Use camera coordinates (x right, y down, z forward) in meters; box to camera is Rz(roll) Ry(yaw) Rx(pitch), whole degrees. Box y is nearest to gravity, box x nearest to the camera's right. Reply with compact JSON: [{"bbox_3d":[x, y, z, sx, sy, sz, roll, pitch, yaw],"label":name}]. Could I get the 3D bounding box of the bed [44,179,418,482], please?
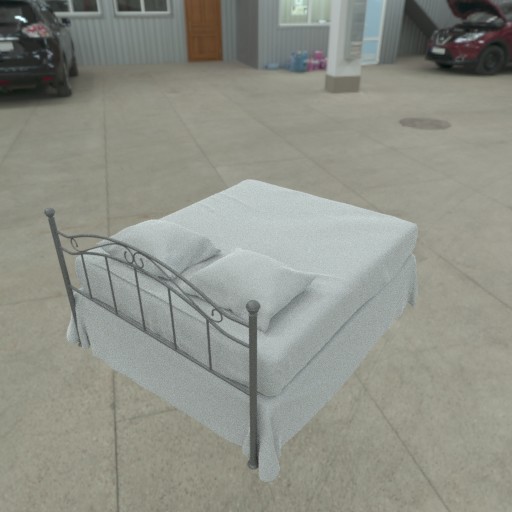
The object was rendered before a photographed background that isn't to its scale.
[{"bbox_3d":[0.000,0.000,3.274,1.936,1.080,2.215,21,36,32],"label":"bed"}]
